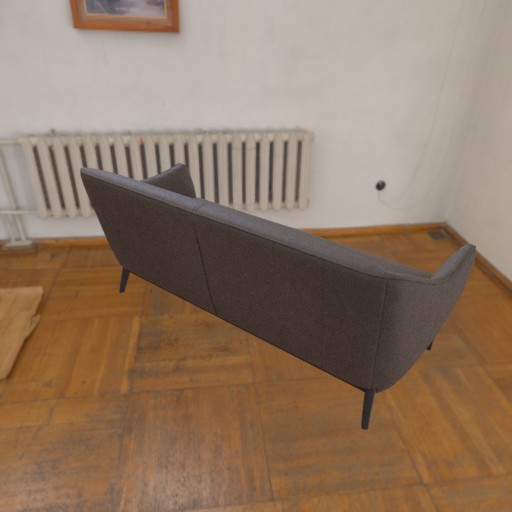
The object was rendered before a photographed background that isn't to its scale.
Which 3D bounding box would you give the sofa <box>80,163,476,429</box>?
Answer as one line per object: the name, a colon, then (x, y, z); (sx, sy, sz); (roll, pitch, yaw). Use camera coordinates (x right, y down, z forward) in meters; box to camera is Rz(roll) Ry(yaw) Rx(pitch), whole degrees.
sofa: (0.000, 0.000, 2.330); (1.928, 0.831, 0.869); (21, 36, 32)
